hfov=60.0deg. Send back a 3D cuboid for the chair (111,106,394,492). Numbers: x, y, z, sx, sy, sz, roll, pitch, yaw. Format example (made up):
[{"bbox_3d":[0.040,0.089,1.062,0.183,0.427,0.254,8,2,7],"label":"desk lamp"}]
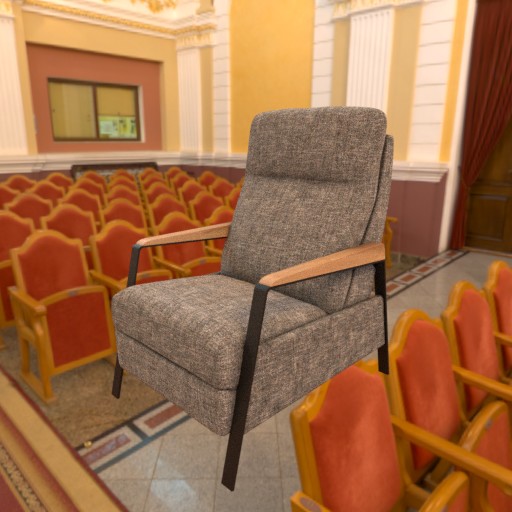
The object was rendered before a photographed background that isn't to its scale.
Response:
[{"bbox_3d":[0.000,0.000,1.599,0.671,1.042,0.868,15,21,43],"label":"chair"}]
